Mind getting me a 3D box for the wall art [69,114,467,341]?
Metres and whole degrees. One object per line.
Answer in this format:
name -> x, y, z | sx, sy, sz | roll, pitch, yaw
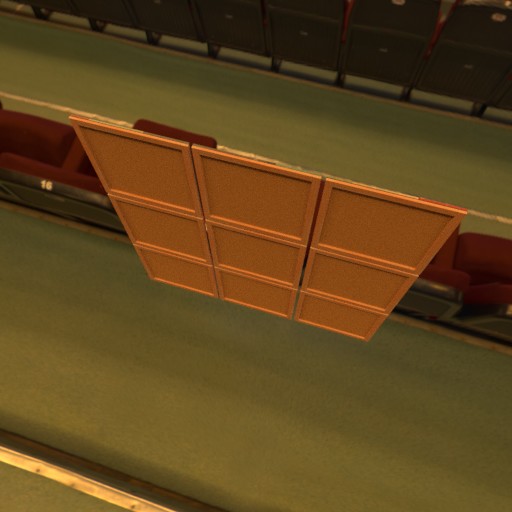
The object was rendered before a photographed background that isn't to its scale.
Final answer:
wall art -> 0.000, 0.000, 1.379 | 0.911, 0.910, 0.012 | 15, 64, 8
